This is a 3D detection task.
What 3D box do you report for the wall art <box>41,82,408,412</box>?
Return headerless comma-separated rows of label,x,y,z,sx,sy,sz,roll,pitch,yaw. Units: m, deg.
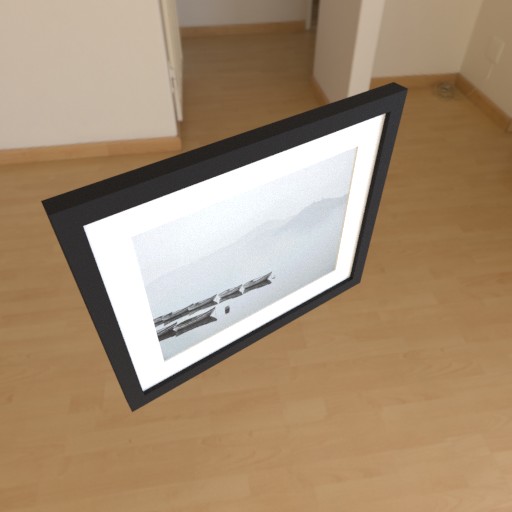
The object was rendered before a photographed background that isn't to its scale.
wall art,0.000,0.000,0.752,0.554,0.454,0.030,-25,50,-23
